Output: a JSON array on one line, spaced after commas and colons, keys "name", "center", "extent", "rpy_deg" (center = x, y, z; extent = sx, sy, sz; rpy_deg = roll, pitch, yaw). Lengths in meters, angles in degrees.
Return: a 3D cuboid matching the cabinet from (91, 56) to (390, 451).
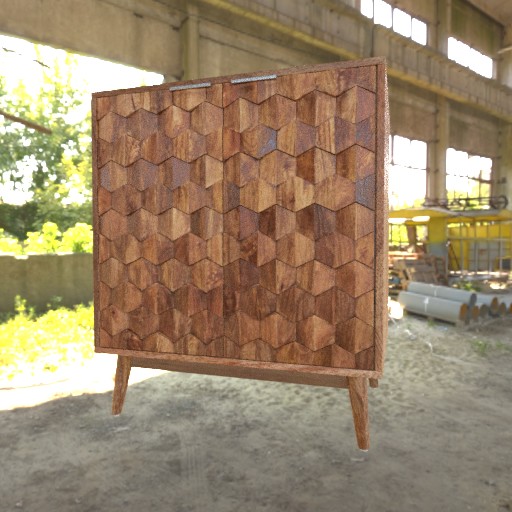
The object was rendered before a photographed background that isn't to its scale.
[{"name": "cabinet", "center": [0.000, 0.000, 1.144], "extent": [0.647, 0.758, 0.473], "rpy_deg": [1, 2, 18]}]
